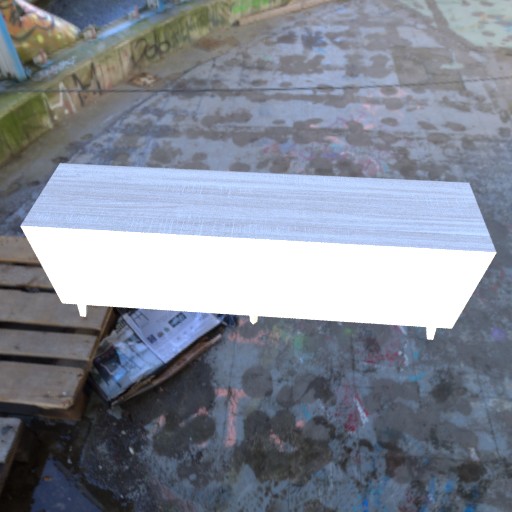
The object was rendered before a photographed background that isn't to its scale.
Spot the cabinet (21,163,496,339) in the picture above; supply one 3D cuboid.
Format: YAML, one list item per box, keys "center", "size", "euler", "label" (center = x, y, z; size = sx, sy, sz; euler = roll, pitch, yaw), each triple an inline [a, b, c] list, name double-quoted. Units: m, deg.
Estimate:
- center: [0.000, 0.000, 2.499]
  size: [2.200, 0.780, 0.500]
  euler: [3, 48, 3]
  label: "cabinet"
